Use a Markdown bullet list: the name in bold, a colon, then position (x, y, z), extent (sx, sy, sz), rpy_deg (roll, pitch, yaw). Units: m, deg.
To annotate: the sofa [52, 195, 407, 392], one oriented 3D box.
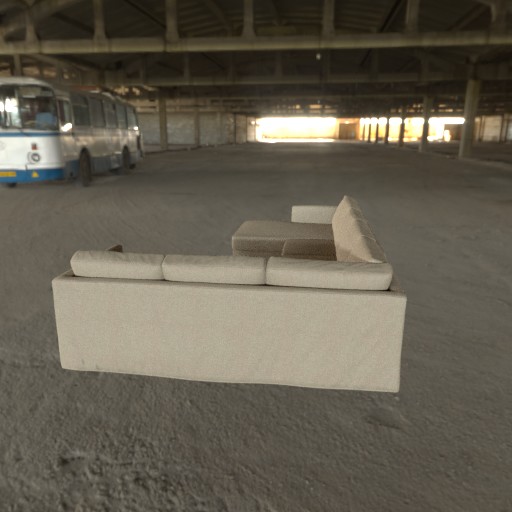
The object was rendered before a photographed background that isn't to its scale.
- **sofa**: position (0.000, 0.000, 4.650), extent (2.476, 0.878, 3.528), rpy_deg (2, 16, 7)
